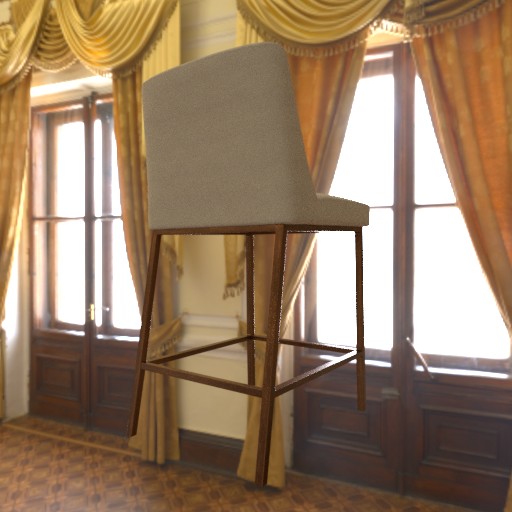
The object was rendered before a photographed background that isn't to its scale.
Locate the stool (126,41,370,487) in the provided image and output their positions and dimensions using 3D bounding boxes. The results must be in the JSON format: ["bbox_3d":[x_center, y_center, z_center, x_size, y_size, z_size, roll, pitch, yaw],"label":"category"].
[{"bbox_3d":[0.000,0.000,1.299,0.507,0.973,0.576,0,1,36],"label":"stool"}]
